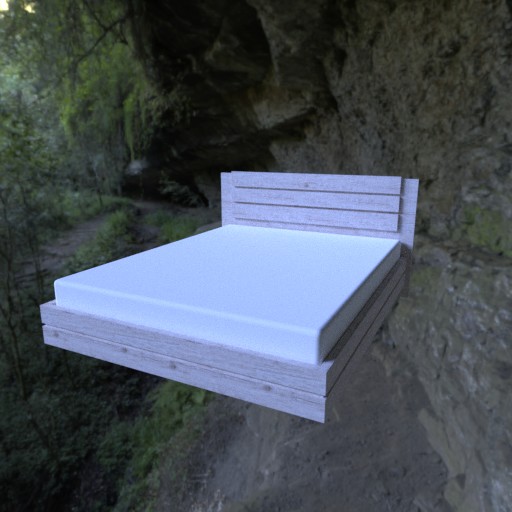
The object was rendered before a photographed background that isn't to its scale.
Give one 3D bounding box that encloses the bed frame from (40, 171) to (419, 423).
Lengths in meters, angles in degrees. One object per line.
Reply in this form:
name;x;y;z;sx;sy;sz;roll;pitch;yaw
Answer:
bed frame;0.000;0.000;2.987;1.750;0.970;2.080;7;16;26
